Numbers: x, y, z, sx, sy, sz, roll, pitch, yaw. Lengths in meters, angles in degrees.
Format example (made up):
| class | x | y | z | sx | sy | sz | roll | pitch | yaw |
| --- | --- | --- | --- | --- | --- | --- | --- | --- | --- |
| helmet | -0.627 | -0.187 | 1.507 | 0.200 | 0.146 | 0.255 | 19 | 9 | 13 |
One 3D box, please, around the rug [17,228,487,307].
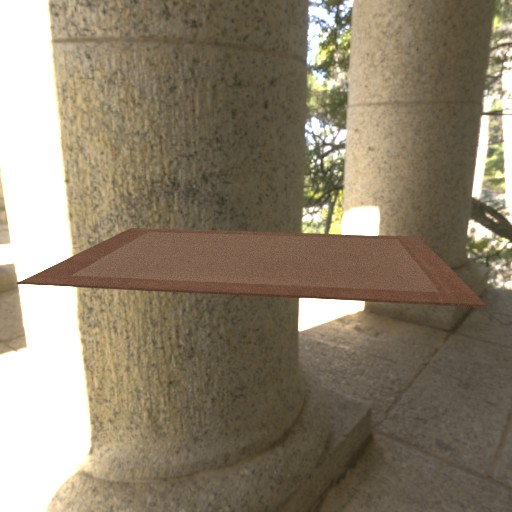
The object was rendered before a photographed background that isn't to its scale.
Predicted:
| class | x | y | z | sx | sy | sz | roll | pitch | yaw |
| --- | --- | --- | --- | --- | --- | --- | --- | --- | --- |
| rug | 0.000 | 0.000 | 2.995 | 2.438 | 0.014 | 1.524 | 2 | 15 | 8 |
